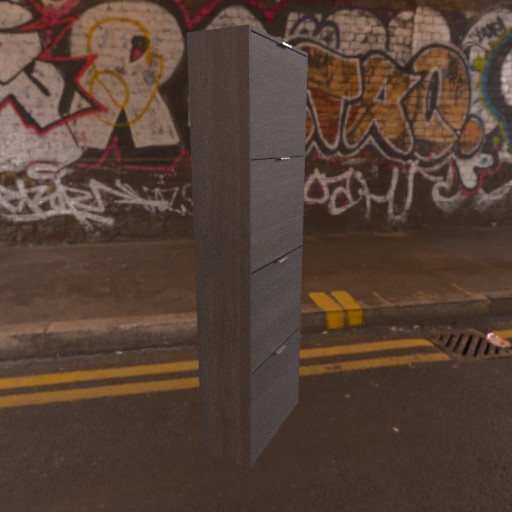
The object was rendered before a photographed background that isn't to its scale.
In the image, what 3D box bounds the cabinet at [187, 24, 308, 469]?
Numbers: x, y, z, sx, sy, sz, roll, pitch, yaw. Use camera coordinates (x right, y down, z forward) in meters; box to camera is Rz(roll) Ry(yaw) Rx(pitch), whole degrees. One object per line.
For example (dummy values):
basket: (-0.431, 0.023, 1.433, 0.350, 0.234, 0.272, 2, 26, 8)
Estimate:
cabinet: (0.000, 0.000, 1.851, 0.255, 1.630, 0.520, 7, 16, 26)
